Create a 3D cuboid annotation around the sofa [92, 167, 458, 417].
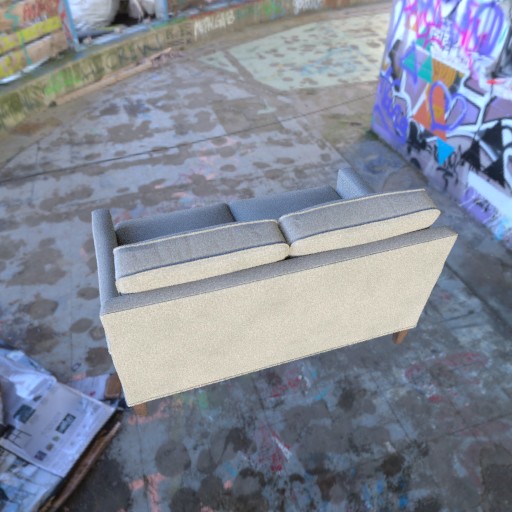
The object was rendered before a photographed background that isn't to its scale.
[{"bbox_3d":[0.000,0.000,2.342,1.597,1.003,1.084,-12,42,-14],"label":"sofa"}]
